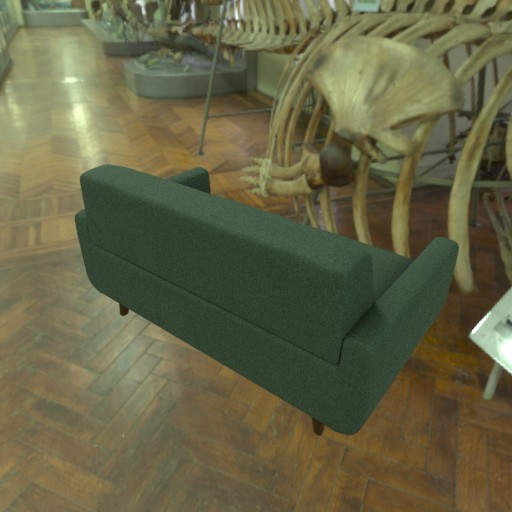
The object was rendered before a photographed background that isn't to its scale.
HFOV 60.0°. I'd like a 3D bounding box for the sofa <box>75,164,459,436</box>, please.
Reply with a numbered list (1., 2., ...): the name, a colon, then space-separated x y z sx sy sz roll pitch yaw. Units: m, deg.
1. sofa: 0.000 0.000 2.171 1.631 0.841 0.909 22 37 32
